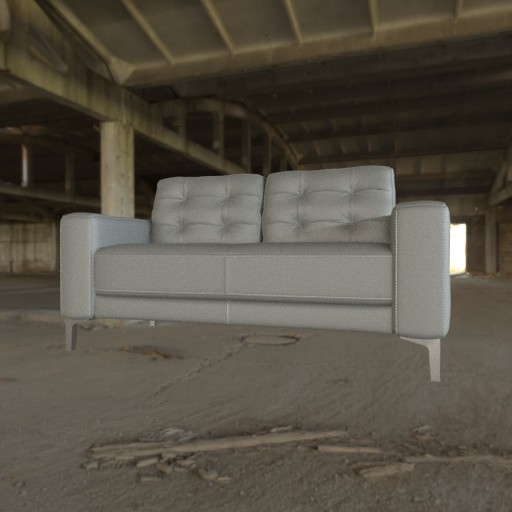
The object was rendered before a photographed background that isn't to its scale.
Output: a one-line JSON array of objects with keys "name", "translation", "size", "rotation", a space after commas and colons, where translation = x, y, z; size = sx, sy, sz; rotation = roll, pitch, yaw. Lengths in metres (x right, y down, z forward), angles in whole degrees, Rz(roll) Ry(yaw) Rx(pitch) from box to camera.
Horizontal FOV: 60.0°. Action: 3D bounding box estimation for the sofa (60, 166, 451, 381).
[{"name": "sofa", "translation": [0.000, 0.000, 2.210], "size": [1.726, 0.893, 0.833], "rotation": [0, 0, 18]}]
